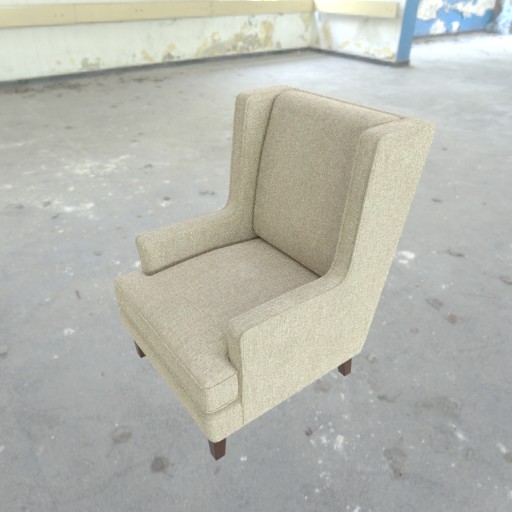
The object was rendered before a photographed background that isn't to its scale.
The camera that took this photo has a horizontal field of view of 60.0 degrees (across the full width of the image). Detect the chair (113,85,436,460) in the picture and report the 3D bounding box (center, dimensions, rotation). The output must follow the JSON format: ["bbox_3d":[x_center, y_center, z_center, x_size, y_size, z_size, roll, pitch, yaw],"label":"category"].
[{"bbox_3d":[0.000,0.000,1.759,0.948,1.082,0.764,-22,38,-31],"label":"chair"}]
